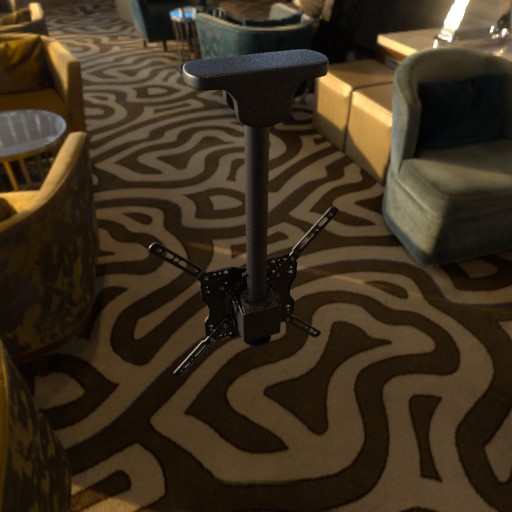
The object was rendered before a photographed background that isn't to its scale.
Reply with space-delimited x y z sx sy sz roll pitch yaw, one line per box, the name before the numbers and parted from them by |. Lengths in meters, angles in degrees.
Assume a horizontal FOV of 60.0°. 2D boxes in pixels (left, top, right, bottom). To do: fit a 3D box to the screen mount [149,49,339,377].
screen mount | 0.000 0.000 0.869 0.393 0.729 0.090 -13 41 -15
